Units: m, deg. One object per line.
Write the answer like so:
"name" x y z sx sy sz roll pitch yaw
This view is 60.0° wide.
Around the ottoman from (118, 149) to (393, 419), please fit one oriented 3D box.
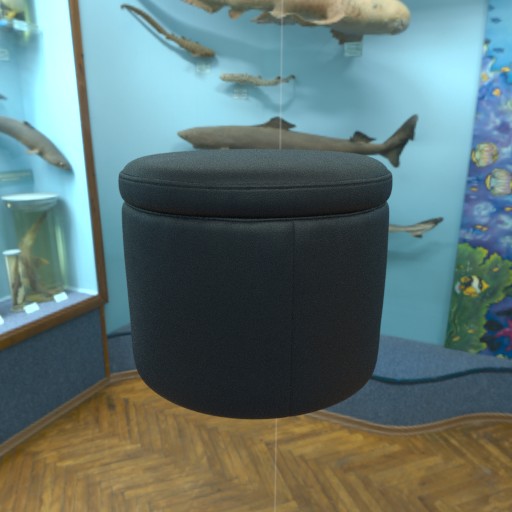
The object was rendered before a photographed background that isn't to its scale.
"ottoman" 0.000 0.000 0.884 0.501 0.409 0.501 0 16 0
